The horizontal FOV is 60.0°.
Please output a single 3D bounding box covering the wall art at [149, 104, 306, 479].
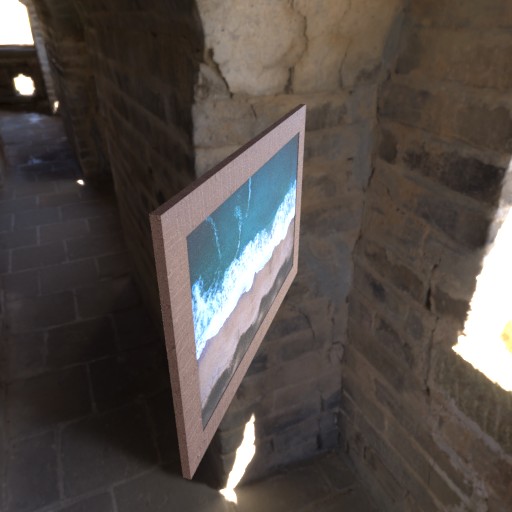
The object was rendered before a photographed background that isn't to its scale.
[{"bbox_3d":[0.000,0.000,1.191,0.019,0.626,0.917,10,31,17],"label":"wall art"}]
